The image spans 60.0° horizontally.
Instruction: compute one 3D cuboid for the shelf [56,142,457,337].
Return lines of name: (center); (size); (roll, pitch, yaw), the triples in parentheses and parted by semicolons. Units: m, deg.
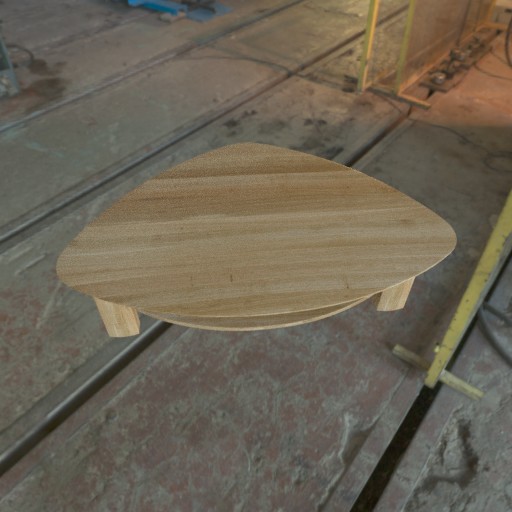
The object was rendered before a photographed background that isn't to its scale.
shelf: (0.000, 0.000, 1.650); (1.240, 0.439, 0.863); (-5, 46, -5)
